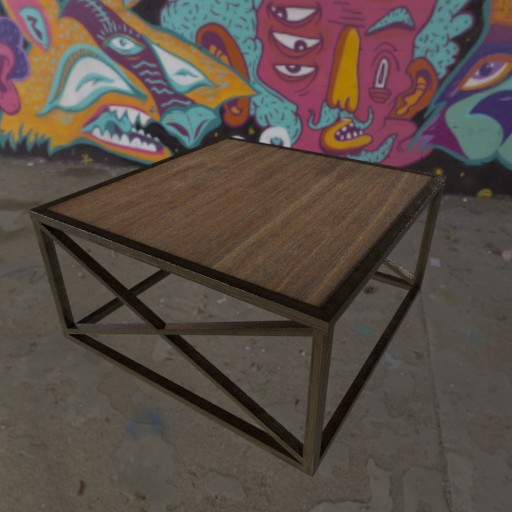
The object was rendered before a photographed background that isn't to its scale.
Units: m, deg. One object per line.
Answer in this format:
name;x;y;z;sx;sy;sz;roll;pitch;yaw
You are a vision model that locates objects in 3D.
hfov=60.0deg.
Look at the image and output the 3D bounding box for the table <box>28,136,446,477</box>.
table;0.000;0.000;1.446;0.899;0.451;0.909;18;35;28
